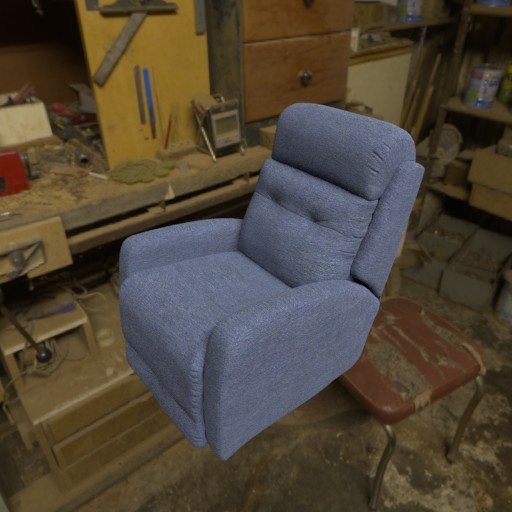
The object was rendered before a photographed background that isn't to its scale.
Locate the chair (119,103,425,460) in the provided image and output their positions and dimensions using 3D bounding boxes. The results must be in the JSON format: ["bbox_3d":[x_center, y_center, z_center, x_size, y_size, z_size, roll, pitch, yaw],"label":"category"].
[{"bbox_3d":[0.000,0.000,1.757,1.043,1.013,0.798,-23,39,-32],"label":"chair"}]
